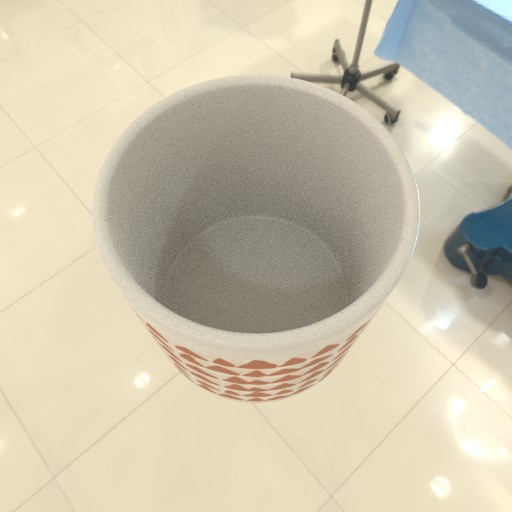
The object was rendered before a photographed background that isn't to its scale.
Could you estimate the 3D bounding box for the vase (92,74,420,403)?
[{"bbox_3d":[0.000,0.000,0.241,0.137,0.127,0.137,0,63,0],"label":"vase"}]
